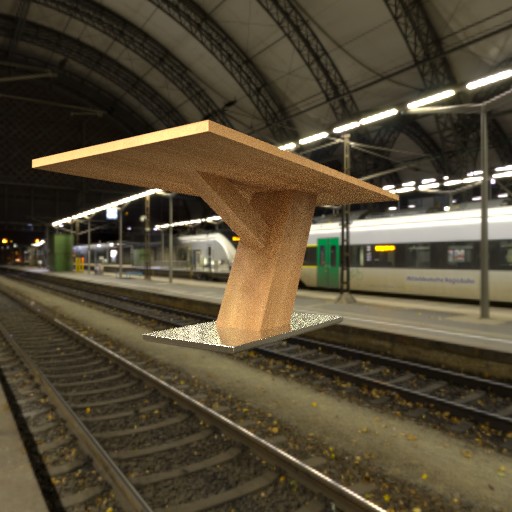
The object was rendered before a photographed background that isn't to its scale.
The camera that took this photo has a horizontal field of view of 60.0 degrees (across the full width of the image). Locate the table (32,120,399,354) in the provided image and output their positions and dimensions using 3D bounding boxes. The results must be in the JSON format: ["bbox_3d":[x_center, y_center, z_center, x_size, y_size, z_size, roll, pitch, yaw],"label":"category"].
[{"bbox_3d":[0.000,0.000,2.229,0.900,0.750,1.800,0,0,34],"label":"table"}]
